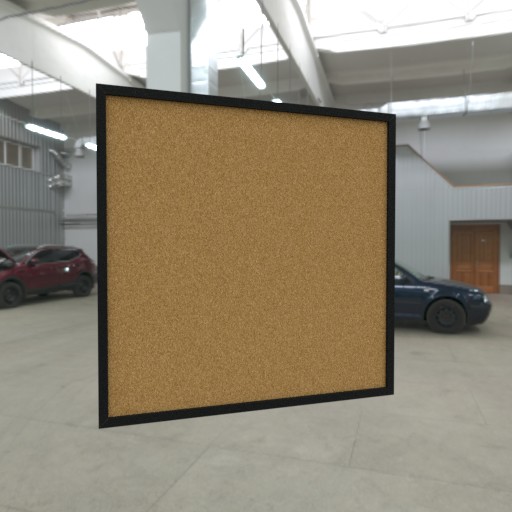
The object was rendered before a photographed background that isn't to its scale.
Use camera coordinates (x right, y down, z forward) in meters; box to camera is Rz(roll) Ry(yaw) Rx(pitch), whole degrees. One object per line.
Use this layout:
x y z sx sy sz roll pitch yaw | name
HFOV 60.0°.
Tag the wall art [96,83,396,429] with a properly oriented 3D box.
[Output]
0.000 0.000 0.454 0.305 0.305 0.037 0 1 -17 | wall art
